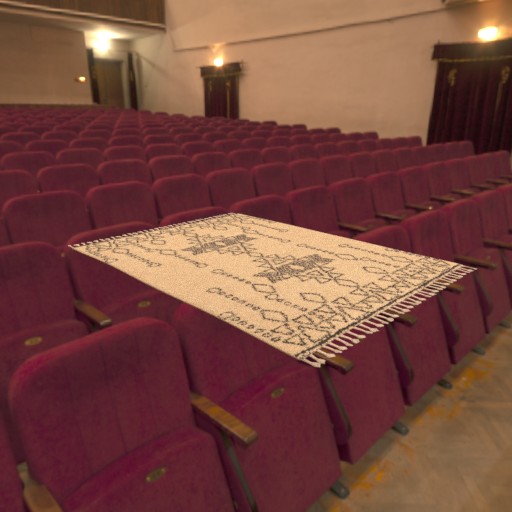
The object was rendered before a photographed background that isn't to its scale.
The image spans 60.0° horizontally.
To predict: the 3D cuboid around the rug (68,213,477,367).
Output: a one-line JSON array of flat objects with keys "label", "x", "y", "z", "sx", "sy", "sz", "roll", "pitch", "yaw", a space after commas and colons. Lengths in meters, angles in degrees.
[{"label": "rug", "x": 0.000, "y": 0.000, "z": 3.945, "sx": 2.125, "sy": 0.028, "sz": 3.027, "roll": -17, "pitch": 25, "yaw": -42}]
